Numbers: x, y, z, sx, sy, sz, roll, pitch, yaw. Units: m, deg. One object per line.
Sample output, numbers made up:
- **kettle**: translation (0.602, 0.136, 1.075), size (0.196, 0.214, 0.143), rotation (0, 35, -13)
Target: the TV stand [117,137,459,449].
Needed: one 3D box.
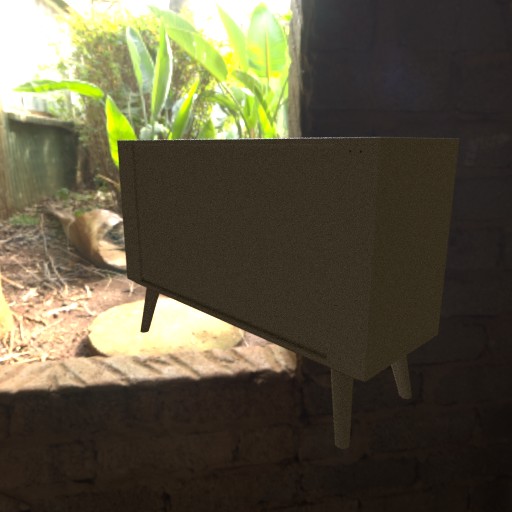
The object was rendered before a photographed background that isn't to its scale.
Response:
- **TV stand**: translation (0.000, 0.000, 1.599), size (0.406, 0.812, 1.193), rotation (-13, 19, -42)
